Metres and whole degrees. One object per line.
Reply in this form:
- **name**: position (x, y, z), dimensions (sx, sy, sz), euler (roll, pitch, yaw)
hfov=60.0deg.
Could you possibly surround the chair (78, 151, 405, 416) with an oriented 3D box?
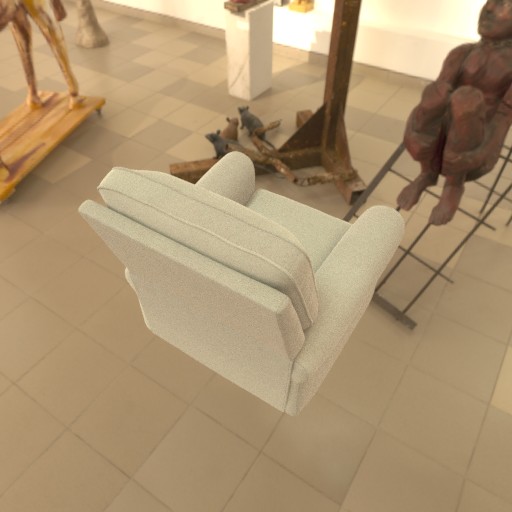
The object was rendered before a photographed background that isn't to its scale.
- **chair**: position (0.000, 0.000, 1.714), dimensions (0.890, 0.960, 0.878), euler (25, 51, 22)
